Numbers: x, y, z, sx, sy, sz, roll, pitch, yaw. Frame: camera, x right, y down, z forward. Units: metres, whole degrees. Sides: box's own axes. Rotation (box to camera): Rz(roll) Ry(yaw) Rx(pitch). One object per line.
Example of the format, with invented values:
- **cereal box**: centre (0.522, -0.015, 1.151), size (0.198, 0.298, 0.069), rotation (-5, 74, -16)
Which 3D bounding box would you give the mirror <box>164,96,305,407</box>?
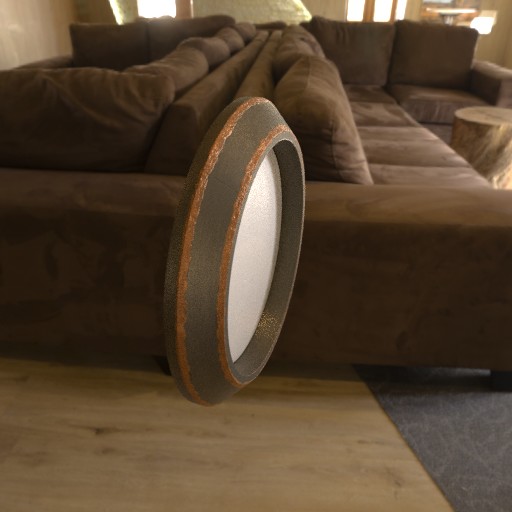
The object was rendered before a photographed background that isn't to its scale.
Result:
- **mirror**: centre (0.000, 0.000, 1.346), size (0.111, 0.907, 0.907), rotation (10, 31, 17)
